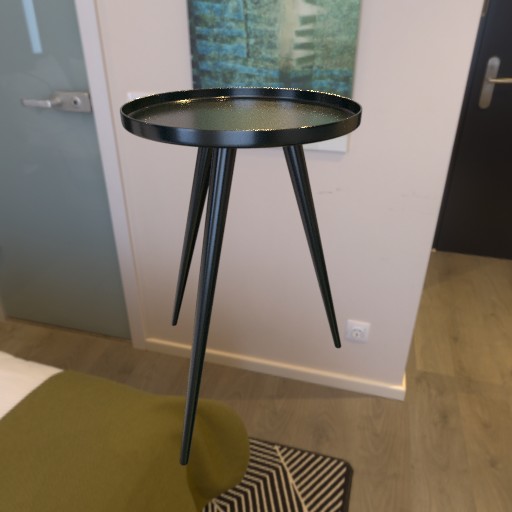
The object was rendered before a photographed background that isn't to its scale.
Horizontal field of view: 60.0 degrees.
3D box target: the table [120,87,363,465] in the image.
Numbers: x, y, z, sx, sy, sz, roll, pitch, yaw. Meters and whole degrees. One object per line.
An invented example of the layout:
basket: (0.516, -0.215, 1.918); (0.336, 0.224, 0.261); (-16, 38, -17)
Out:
table: (0.000, 0.000, 0.829); (0.415, 0.548, 0.403); (-7, 29, -13)
